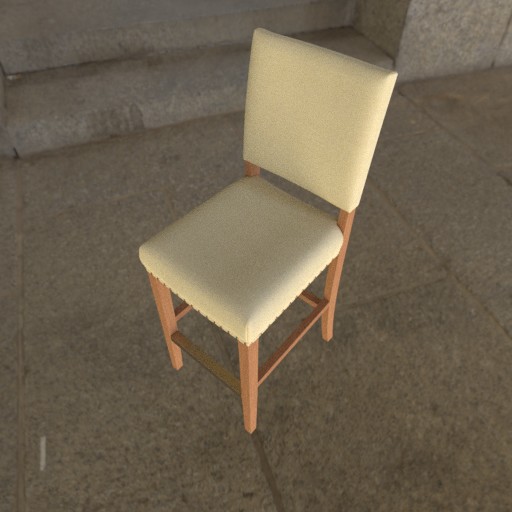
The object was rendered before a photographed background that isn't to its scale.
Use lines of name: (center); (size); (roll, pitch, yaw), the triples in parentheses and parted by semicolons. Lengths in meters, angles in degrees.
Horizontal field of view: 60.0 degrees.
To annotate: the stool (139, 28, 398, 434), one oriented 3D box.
stool: (0.000, 0.000, 1.445); (0.445, 1.168, 0.584); (32, 55, 26)
